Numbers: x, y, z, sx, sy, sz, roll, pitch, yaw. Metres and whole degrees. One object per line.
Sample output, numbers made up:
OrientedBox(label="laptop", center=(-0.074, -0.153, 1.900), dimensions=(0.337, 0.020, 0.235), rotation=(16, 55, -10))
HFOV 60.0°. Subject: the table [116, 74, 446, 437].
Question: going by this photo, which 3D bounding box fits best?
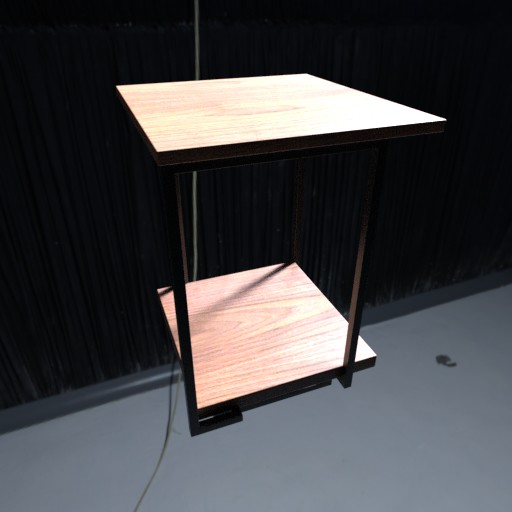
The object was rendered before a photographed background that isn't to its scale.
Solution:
OrientedBox(label="table", center=(0.000, 0.000, 0.837), dimensions=(0.384, 0.567, 0.411), rotation=(-11, 32, -18))
